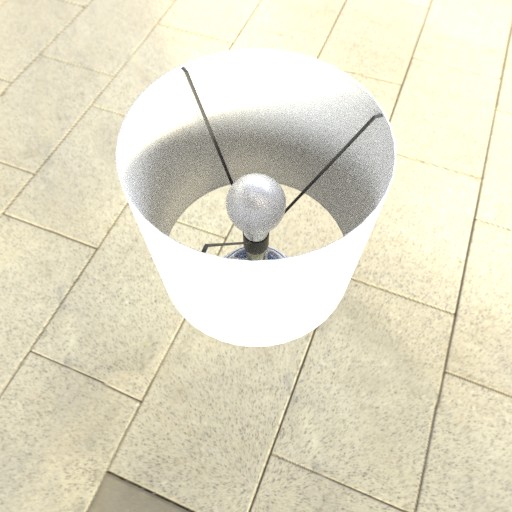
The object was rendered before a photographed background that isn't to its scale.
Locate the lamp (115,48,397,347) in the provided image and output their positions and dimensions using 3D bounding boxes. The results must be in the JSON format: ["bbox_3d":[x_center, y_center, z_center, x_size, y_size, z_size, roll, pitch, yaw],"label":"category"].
[{"bbox_3d":[0.000,0.000,0.509,0.215,0.381,0.215,18,63,9],"label":"lamp"}]
